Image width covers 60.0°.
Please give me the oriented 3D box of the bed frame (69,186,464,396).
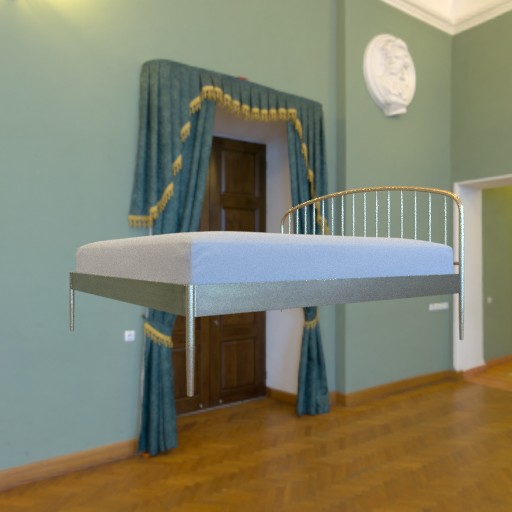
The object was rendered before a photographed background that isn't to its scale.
[{"bbox_3d":[0.000,0.000,3.284,2.152,1.174,2.016,0,0,-36],"label":"bed frame"}]
